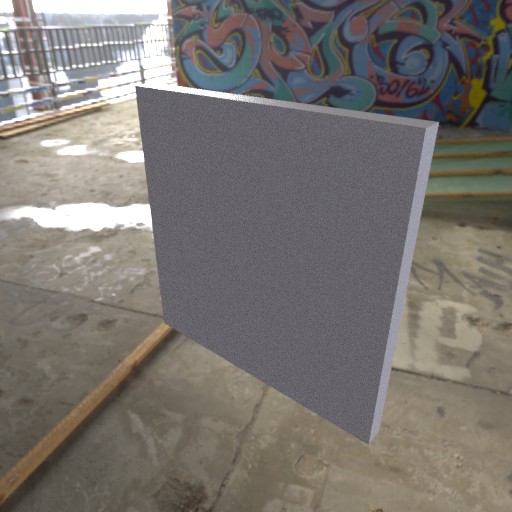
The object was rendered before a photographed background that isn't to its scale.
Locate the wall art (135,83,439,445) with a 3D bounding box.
[{"bbox_3d":[0.000,0.000,0.527,0.355,0.355,0.027,22,35,34],"label":"wall art"}]
